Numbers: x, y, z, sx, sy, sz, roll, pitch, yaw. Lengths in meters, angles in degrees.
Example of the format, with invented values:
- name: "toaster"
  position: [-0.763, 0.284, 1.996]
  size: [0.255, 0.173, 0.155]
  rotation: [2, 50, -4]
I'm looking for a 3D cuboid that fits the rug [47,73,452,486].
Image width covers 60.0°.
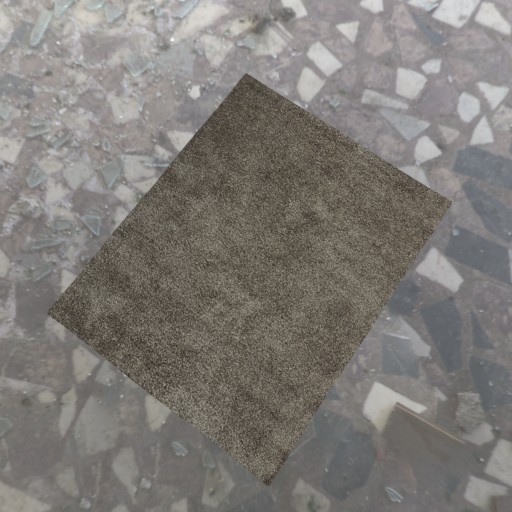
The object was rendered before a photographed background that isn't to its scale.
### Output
- name: "rug"
  position: [0.000, 0.000, 4.040]
  size: [2.401, 0.025, 3.000]
  rotation: [35, 78, 8]
